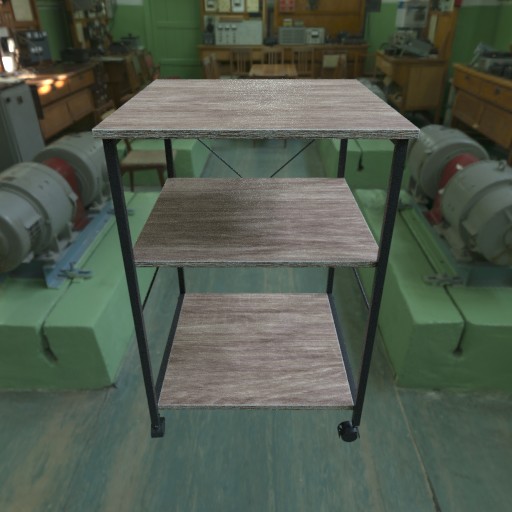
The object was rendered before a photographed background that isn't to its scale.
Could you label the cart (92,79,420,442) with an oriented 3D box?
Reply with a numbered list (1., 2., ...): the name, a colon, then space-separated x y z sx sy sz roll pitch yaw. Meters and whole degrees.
1. cart: 0.000 0.000 1.118 0.521 0.762 0.520 0 30 0
